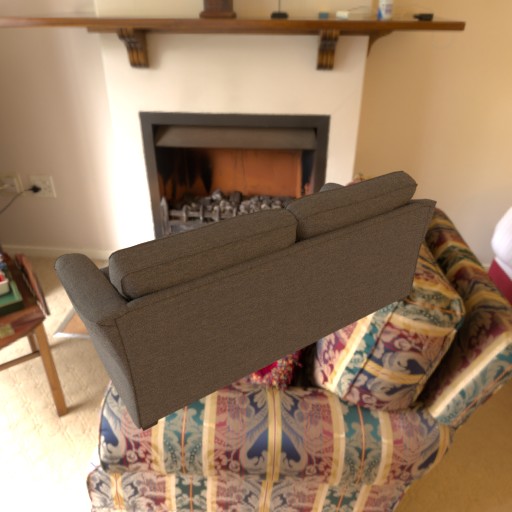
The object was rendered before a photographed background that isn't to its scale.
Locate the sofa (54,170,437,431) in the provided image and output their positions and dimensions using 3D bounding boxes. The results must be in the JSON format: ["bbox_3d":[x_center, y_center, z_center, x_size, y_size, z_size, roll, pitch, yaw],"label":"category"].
[{"bbox_3d":[0.000,0.000,2.821,2.270,0.950,0.971,-19,35,-29],"label":"sofa"}]
